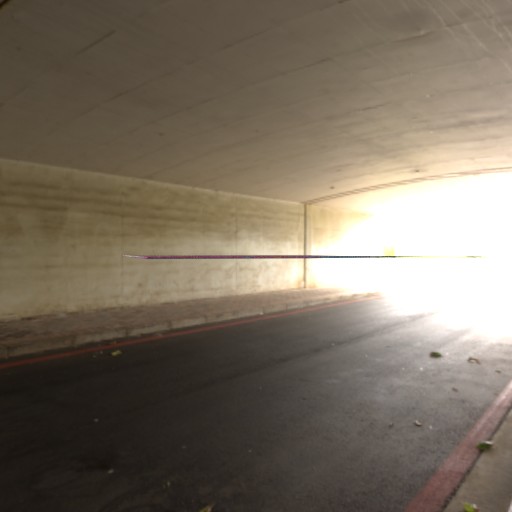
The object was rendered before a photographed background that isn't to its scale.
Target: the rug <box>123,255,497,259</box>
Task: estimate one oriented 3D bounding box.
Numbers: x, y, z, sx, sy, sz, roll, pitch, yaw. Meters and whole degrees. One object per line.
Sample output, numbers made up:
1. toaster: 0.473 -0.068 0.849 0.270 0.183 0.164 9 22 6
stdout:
1. rug: 0.000 0.000 3.628 2.007 0.013 2.896 0 0 -19
